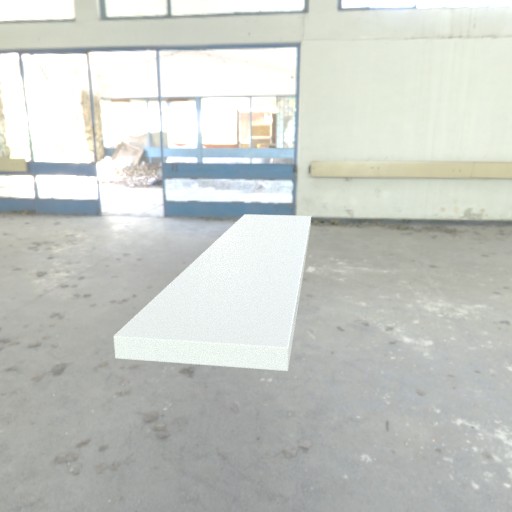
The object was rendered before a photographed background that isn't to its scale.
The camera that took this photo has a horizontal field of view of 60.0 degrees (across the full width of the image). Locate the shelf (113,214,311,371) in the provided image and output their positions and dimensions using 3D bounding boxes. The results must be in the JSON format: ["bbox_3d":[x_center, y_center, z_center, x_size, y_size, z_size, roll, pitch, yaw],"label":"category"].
[{"bbox_3d":[0.000,0.000,0.638,0.140,0.020,0.610,2,15,8],"label":"shelf"}]
